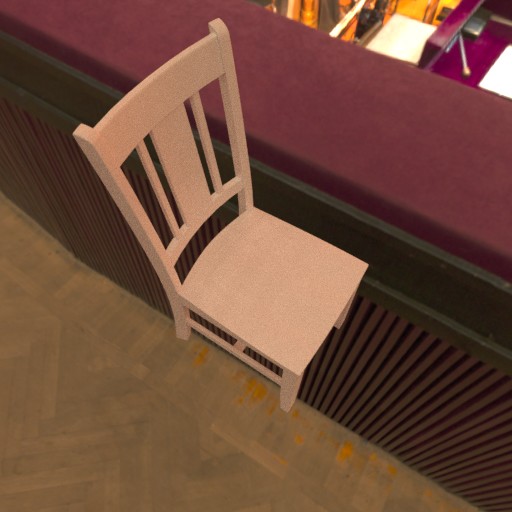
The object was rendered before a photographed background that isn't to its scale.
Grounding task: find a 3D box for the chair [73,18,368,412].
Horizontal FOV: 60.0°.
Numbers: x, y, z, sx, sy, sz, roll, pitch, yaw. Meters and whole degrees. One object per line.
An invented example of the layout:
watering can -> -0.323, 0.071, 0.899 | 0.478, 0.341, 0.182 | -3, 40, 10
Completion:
chair -> 0.000, 0.000, 1.257 | 0.555, 0.998, 0.450 | 30, 63, 17
